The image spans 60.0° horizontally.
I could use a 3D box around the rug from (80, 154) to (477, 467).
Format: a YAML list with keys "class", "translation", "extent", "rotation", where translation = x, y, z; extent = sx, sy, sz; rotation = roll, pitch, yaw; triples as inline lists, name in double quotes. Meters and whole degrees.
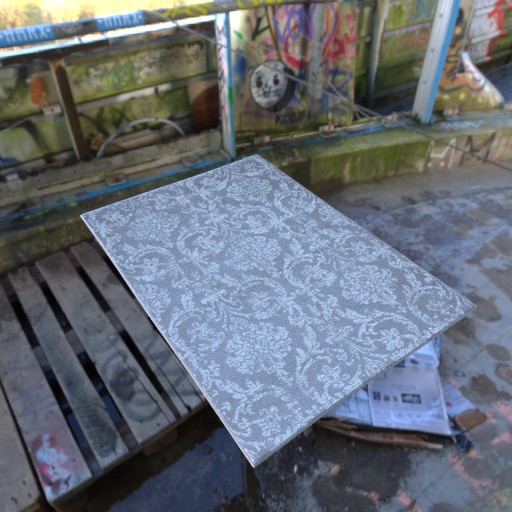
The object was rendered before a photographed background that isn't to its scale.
- class: "rug"
  translation: [0.000, 0.000, 2.893]
  extent: [1.578, 0.014, 2.206]
  rotation: [-25, 47, -26]
